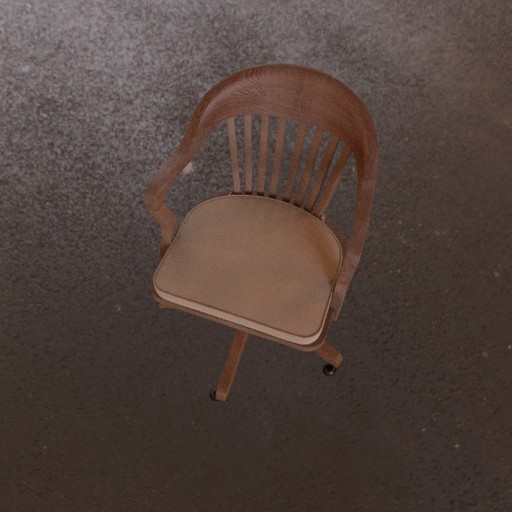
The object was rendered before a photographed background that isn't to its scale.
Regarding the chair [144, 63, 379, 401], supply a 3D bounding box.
[{"bbox_3d":[0.000,0.000,1.445,0.750,0.878,0.788,17,60,10],"label":"chair"}]
